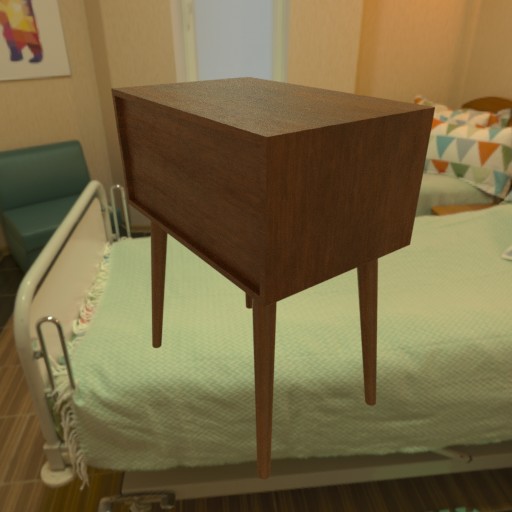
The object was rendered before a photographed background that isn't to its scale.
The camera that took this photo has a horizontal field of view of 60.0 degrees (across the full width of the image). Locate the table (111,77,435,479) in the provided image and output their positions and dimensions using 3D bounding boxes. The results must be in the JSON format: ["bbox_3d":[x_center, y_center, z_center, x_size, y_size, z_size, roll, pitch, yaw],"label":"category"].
[{"bbox_3d":[0.000,0.000,0.847,0.307,0.580,0.454,-19,34,-32],"label":"table"}]
